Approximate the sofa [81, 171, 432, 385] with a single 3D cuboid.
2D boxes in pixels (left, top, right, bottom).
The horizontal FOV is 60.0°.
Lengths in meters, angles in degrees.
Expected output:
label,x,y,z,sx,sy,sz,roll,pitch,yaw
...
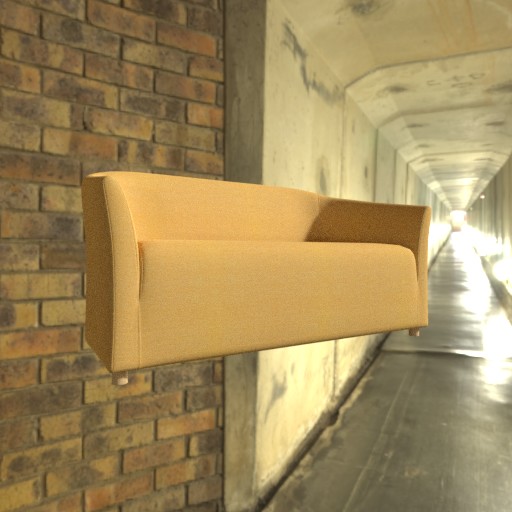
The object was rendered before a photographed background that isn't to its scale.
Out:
label,x,y,z,sx,sy,sz,roll,pitch,yaw
sofa,0.000,0.000,1.879,1.452,0.721,0.705,0,0,-34
